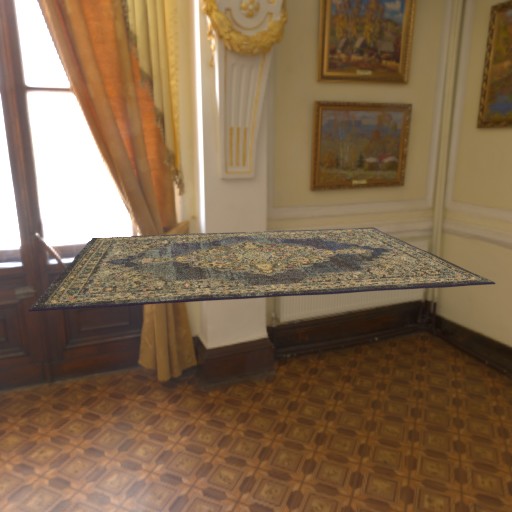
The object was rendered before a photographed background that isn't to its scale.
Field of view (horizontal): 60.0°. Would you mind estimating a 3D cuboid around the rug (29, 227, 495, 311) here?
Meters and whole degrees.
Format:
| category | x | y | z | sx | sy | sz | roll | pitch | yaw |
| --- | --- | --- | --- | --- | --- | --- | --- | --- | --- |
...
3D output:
| category | x | y | z | sx | sy | sz | roll | pitch | yaw |
| --- | --- | --- | --- | --- | --- | --- | --- | --- | --- |
| rug | 0.000 | 0.000 | 2.217 | 1.781 | 0.012 | 1.184 | -2 | 15 | -9 |
